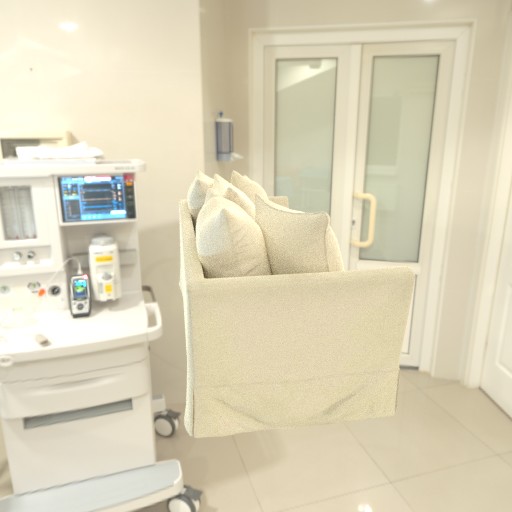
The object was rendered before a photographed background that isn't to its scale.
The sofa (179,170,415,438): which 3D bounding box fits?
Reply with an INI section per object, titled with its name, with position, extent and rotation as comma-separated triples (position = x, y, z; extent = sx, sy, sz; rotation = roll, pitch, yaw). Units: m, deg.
[sofa]
position = 0.000, 0.000, 2.936
extent = 1.031, 1.034, 2.290
rotation = -3, 16, -10
